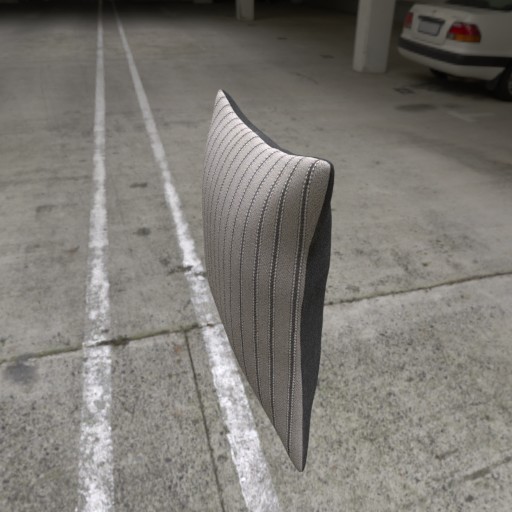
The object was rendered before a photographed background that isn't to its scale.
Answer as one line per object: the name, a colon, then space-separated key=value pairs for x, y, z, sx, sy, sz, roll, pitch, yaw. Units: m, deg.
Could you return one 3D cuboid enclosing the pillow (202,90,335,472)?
pillow: x=0.000 y=0.000 z=0.705 sx=0.138 sy=0.444 sz=0.468 roll=-8 pitch=31 yaw=-14
